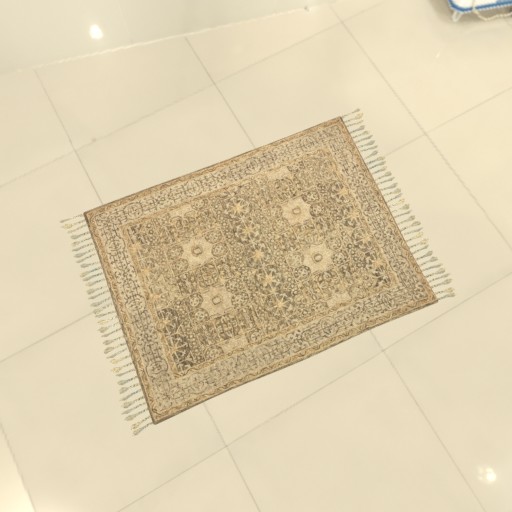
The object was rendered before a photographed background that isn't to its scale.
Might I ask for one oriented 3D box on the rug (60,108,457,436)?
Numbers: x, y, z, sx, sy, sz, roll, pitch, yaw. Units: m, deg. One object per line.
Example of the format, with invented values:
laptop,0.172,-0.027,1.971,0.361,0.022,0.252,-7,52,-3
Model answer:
rug,0.000,0.000,3.178,2.465,0.023,1.619,-22,76,-6
